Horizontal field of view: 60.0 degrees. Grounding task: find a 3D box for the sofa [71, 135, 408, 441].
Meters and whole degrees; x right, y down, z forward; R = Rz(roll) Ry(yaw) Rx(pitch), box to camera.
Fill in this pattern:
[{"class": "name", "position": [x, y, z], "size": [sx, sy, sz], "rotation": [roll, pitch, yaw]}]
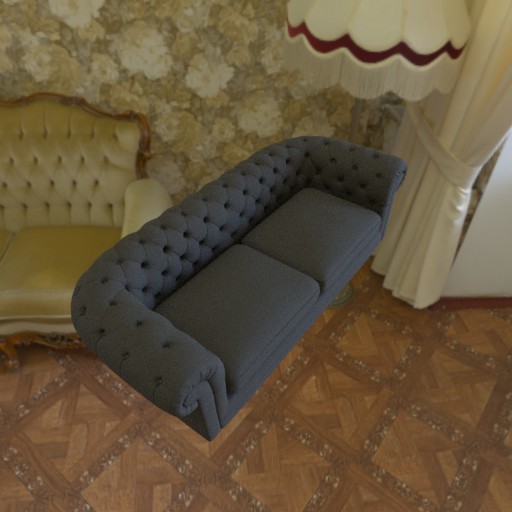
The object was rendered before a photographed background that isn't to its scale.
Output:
[{"class": "sofa", "position": [0.000, 0.000, 2.826], "size": [0.991, 0.762, 2.362], "rotation": [26, 48, 27]}]
